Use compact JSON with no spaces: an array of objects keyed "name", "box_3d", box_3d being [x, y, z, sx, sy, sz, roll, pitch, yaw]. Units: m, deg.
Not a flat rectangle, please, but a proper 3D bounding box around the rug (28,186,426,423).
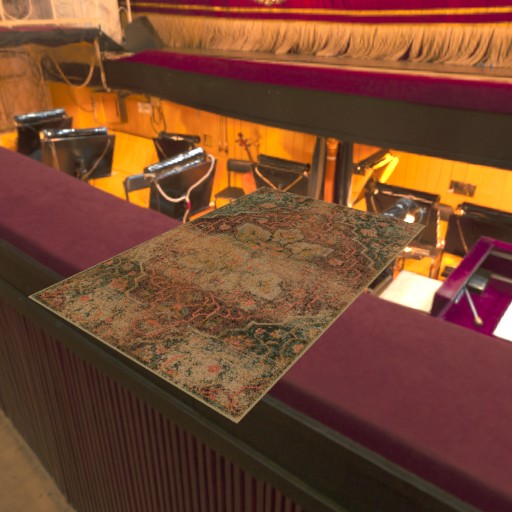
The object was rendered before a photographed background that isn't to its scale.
[{"name":"rug","box_3d":[0.000,0.000,2.972,1.566,0.004,2.363,20,34,32]}]
